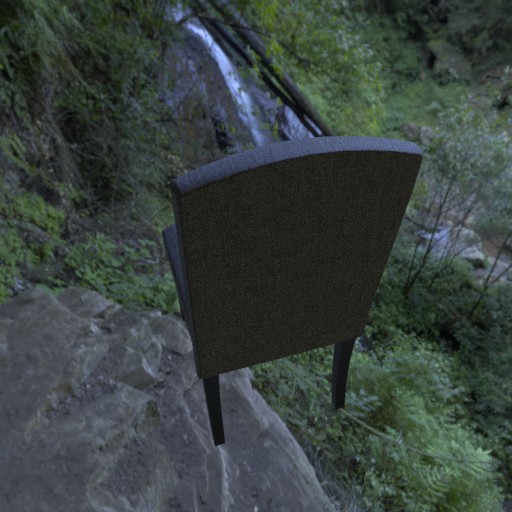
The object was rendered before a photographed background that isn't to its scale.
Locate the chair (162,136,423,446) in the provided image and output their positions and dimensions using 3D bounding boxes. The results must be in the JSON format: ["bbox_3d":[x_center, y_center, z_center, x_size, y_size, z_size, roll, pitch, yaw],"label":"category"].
[{"bbox_3d":[0.000,0.000,1.201,0.451,0.917,0.580,-12,43,-13],"label":"chair"}]
